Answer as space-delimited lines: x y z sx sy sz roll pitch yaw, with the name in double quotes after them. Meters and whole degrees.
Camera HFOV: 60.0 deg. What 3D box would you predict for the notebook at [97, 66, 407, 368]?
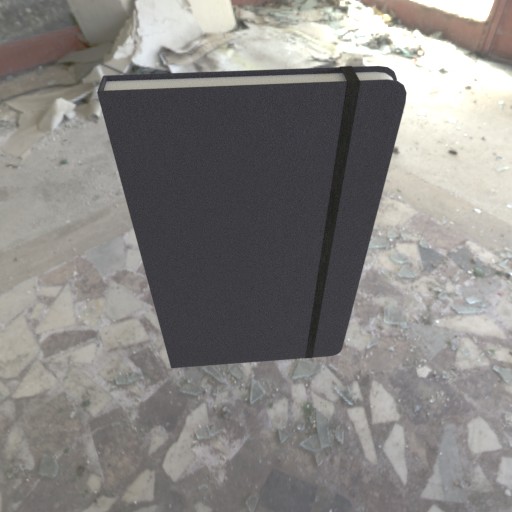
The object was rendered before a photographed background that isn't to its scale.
0.000 0.000 0.260 0.127 0.213 0.016 -3 46 -3 "notebook"
